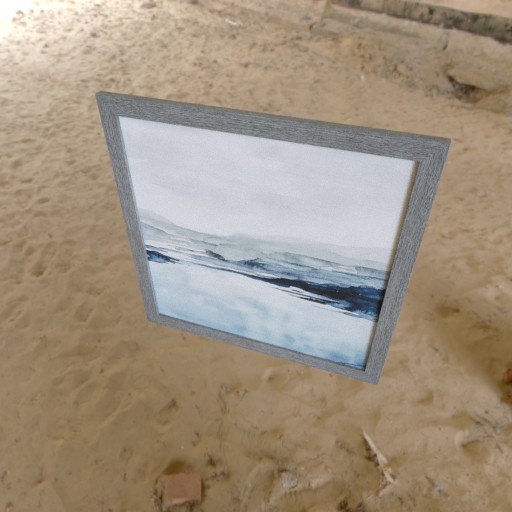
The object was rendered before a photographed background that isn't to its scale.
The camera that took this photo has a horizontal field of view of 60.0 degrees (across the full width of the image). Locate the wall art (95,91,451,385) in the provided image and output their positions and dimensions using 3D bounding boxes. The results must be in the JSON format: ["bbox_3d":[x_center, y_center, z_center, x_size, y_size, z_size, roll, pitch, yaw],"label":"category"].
[{"bbox_3d":[0.000,0.000,1.040,0.685,0.685,0.020,13,42,15],"label":"wall art"}]
